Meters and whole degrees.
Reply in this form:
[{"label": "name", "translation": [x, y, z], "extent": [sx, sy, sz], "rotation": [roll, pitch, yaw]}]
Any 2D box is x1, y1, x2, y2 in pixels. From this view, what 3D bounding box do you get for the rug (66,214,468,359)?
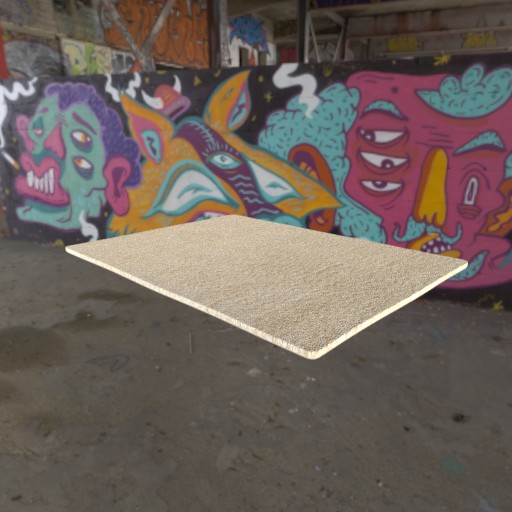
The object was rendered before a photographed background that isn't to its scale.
[{"label": "rug", "translation": [0.000, 0.000, 2.171], "extent": [1.600, 0.027, 1.200], "rotation": [15, 23, 42]}]
